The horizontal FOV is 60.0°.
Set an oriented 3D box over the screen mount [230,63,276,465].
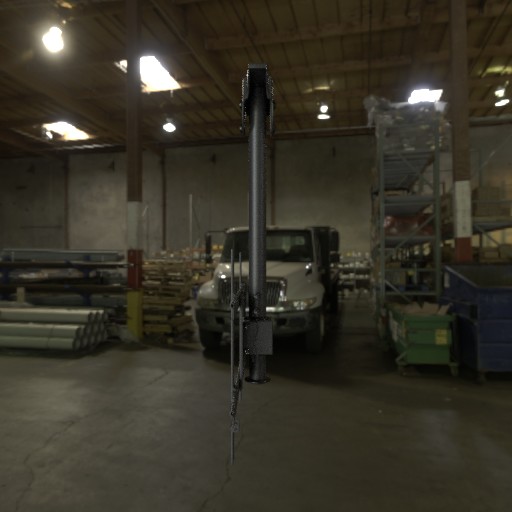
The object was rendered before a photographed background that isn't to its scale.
[{"bbox_3d":[0.000,0.000,1.013,0.090,0.775,0.595,0,0,0],"label":"screen mount"}]
